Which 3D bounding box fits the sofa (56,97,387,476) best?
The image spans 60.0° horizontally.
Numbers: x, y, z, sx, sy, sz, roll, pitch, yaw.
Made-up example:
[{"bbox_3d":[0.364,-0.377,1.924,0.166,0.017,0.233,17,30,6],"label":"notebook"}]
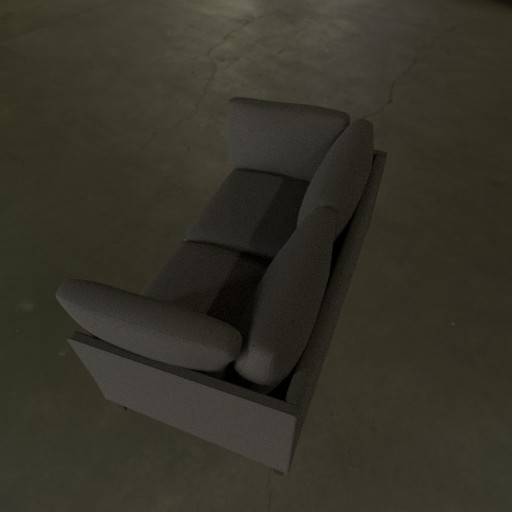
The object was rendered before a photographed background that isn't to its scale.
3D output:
[{"bbox_3d":[0.000,0.000,2.310,0.969,0.920,1.751,16,49,15],"label":"sofa"}]
